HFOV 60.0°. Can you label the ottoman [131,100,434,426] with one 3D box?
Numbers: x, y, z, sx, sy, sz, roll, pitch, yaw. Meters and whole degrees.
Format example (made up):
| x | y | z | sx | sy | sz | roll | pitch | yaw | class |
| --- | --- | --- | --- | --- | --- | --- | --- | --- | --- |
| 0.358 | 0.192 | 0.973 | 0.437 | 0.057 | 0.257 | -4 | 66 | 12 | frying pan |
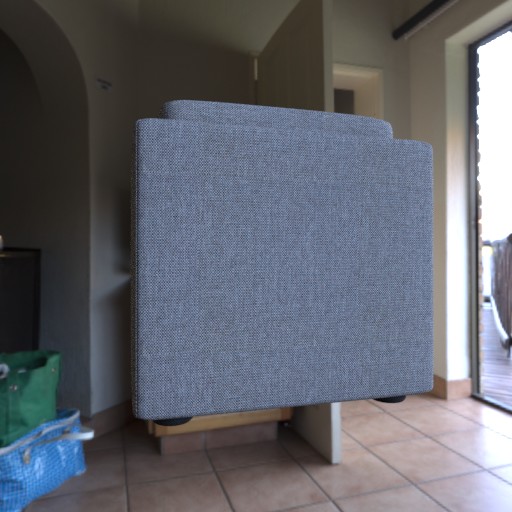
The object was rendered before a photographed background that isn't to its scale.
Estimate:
| x | y | z | sx | sy | sz | roll | pitch | yaw | class |
| --- | --- | --- | --- | --- | --- | --- | --- | --- | --- |
| 0.000 | 0.000 | 0.829 | 0.450 | 0.460 | 0.450 | 0 | 0 | -16 | ottoman |
